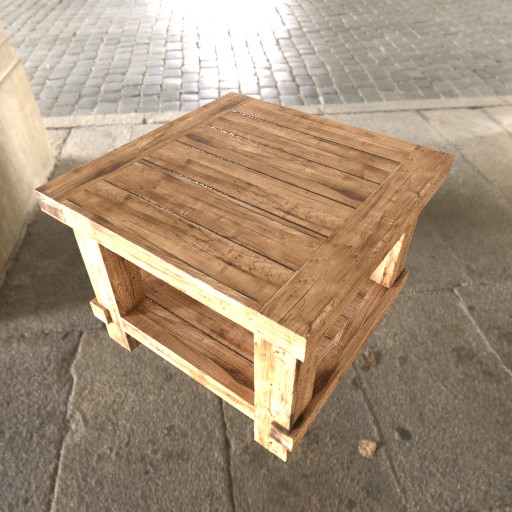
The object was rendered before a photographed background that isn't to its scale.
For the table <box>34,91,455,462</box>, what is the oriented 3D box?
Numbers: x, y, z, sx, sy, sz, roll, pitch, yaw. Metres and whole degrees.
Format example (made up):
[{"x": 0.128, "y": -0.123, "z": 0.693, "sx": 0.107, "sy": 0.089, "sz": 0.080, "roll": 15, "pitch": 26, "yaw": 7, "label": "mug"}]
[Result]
[{"x": 0.000, "y": 0.000, "z": 1.048, "sx": 0.610, "sy": 0.457, "sz": 0.610, "roll": 26, "pitch": 47, "yaw": 26, "label": "table"}]
